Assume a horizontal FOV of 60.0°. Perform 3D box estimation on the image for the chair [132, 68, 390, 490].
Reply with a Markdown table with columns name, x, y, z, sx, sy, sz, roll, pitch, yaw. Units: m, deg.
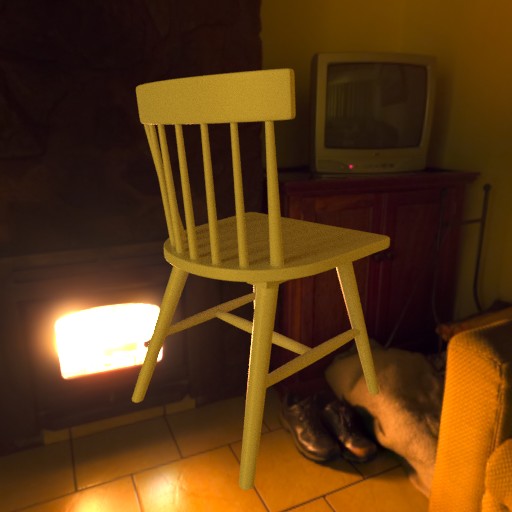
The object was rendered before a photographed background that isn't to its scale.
| name | x | y | z | sx | sy | sz | roll | pitch | yaw |
| --- | --- | --- | --- | --- | --- | --- | --- | --- | --- |
| chair | 0.000 | 0.000 | 1.088 | 0.500 | 0.787 | 0.483 | -15 | 22 | -43 |
